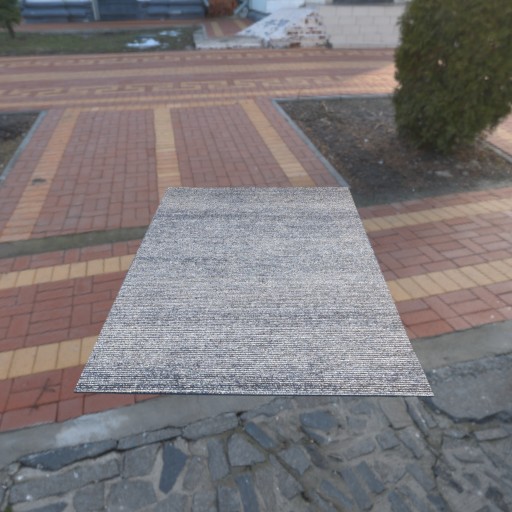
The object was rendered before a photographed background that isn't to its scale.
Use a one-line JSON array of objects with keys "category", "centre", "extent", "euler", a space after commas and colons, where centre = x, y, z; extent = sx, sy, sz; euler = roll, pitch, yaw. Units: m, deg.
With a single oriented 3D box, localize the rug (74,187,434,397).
[{"category": "rug", "centre": [0.000, 0.000, 2.976], "extent": [1.624, 0.030, 2.349], "euler": [0, 32, 1]}]
